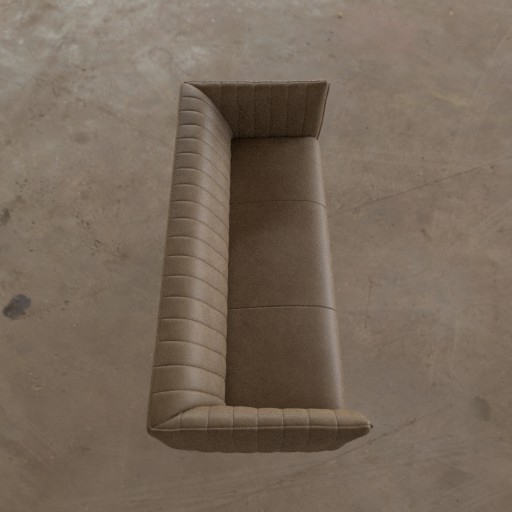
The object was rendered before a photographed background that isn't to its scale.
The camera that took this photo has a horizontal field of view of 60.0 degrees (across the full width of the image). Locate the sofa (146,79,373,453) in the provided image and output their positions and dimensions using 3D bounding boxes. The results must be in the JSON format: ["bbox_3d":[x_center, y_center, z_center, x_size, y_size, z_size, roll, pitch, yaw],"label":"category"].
[{"bbox_3d":[0.000,0.000,2.443,0.876,0.779,1.980,0,62,0],"label":"sofa"}]
